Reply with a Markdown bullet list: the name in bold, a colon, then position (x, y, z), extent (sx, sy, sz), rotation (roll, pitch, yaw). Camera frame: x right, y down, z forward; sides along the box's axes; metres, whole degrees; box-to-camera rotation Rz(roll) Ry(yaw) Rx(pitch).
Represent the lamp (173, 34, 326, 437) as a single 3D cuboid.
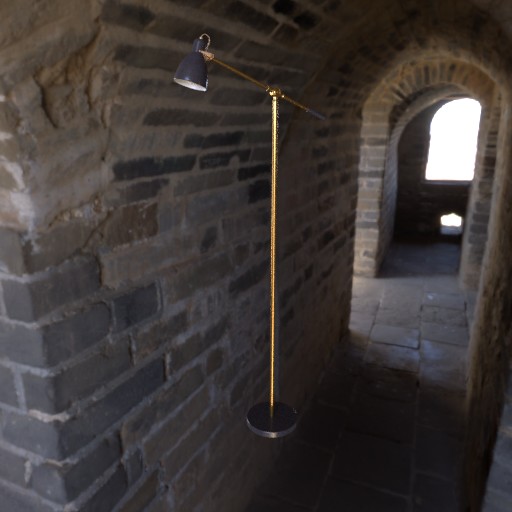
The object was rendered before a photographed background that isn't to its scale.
- **lamp**: position (0.000, 0.000, 1.820), extent (0.618, 1.628, 0.235), rotation (-7, 18, -24)
